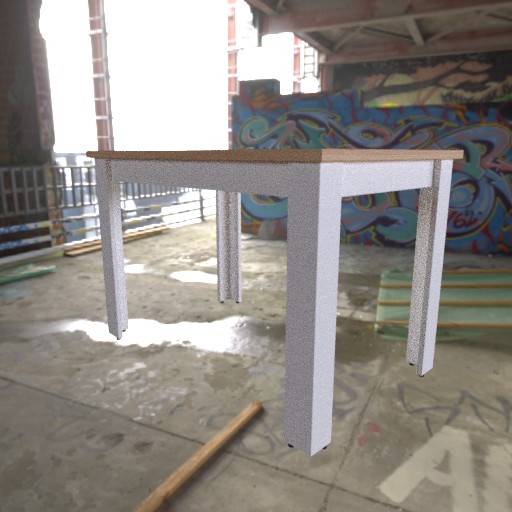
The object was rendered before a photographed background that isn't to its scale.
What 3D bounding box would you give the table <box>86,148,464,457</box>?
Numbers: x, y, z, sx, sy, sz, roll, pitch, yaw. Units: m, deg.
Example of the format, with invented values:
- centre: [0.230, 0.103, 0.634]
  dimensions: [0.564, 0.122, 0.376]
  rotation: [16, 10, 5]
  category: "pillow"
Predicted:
- centre: [0.000, 0.000, 1.583]
  dimensions: [0.700, 0.734, 1.100]
  rotation: [-12, 18, -43]
  category: "table"
